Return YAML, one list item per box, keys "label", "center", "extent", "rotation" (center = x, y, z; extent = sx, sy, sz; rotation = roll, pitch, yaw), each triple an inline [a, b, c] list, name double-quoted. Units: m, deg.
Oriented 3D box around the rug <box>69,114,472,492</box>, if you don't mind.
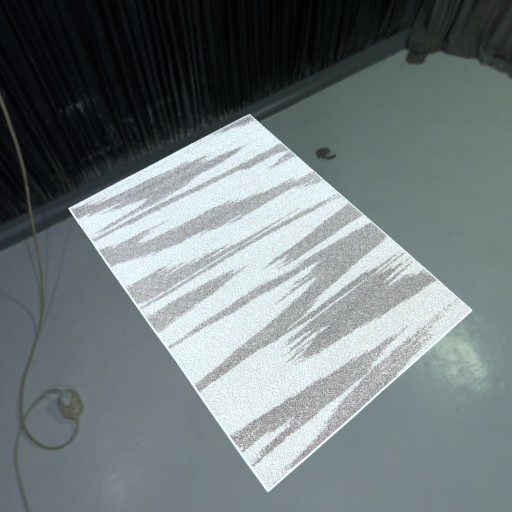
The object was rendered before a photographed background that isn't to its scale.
- label: "rug"
  center: [0.000, 0.000, 2.774]
  extent: [1.533, 0.010, 2.142]
  rotation: [-33, 64, -19]
